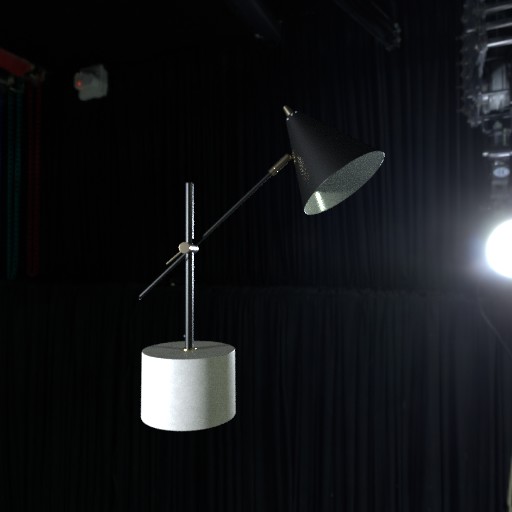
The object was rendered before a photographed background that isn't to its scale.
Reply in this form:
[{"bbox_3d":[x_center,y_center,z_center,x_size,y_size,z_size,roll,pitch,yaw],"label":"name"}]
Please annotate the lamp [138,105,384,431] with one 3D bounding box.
[{"bbox_3d":[0.000,0.000,0.728,0.403,0.518,0.214,0,-1,18],"label":"lamp"}]
